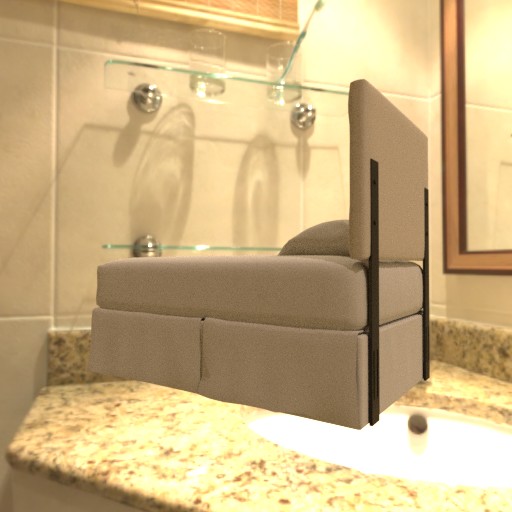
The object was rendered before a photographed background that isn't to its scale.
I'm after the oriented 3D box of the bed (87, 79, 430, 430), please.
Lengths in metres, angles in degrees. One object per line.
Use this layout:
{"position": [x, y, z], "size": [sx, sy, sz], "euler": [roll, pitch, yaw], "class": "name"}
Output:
{"position": [0.000, 0.000, 2.986], "size": [1.997, 1.571, 1.261], "euler": [-1, -1, 35], "class": "bed"}
